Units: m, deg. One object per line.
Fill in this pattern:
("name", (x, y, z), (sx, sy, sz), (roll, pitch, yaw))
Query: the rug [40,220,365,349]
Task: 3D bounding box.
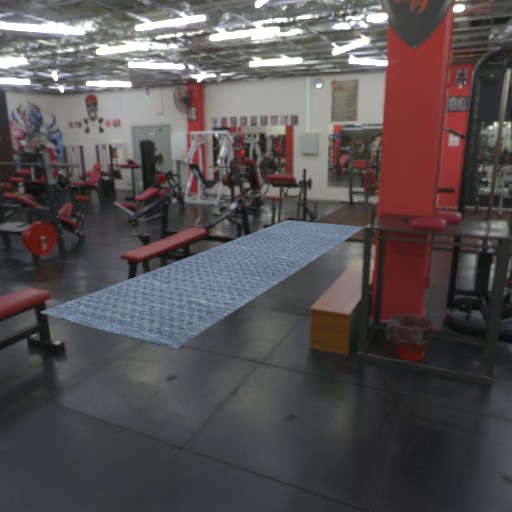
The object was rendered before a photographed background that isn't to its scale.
("rug", (0.000, 0.000, 2.678), (0.688, 0.008, 2.443), (8, 16, 27))
